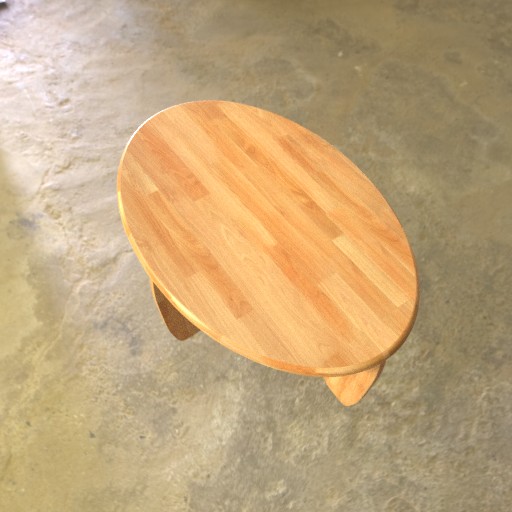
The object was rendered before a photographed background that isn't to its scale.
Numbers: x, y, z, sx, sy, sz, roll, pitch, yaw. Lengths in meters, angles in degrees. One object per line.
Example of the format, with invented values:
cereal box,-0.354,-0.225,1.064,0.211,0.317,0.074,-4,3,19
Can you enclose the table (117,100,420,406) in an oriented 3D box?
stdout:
table,0.000,0.000,1.412,0.690,0.490,1.040,-31,62,-18
